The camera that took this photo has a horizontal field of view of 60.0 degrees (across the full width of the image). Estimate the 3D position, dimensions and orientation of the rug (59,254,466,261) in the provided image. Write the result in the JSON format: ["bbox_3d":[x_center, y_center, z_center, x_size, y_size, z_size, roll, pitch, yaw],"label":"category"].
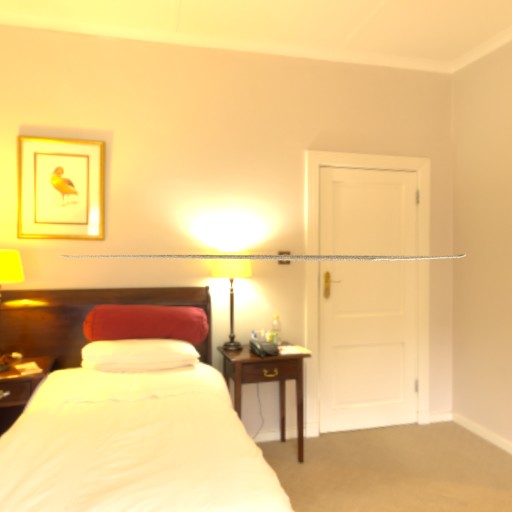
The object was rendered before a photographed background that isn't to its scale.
[{"bbox_3d":[0.000,0.000,2.371,1.828,0.019,1.209,0,1,37],"label":"rug"}]
